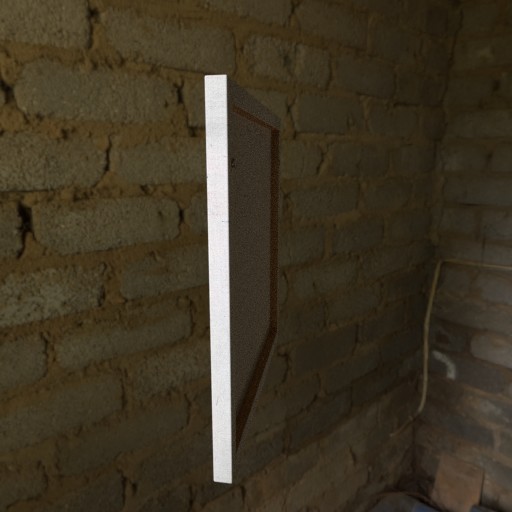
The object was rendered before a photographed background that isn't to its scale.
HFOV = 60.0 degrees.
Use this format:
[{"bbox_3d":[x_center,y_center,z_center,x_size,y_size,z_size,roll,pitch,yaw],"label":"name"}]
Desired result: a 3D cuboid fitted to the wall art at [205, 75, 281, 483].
[{"bbox_3d":[0.000,0.000,1.168,0.041,0.762,0.762,2,12,10],"label":"wall art"}]
